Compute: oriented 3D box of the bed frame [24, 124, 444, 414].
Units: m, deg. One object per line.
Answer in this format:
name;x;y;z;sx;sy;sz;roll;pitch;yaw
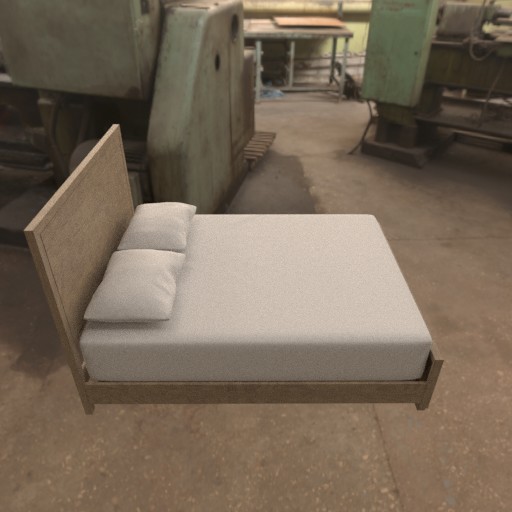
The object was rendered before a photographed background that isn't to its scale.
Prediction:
bed frame;0.000;0.000;3.133;2.189;1.369;1.606;0;34;0
